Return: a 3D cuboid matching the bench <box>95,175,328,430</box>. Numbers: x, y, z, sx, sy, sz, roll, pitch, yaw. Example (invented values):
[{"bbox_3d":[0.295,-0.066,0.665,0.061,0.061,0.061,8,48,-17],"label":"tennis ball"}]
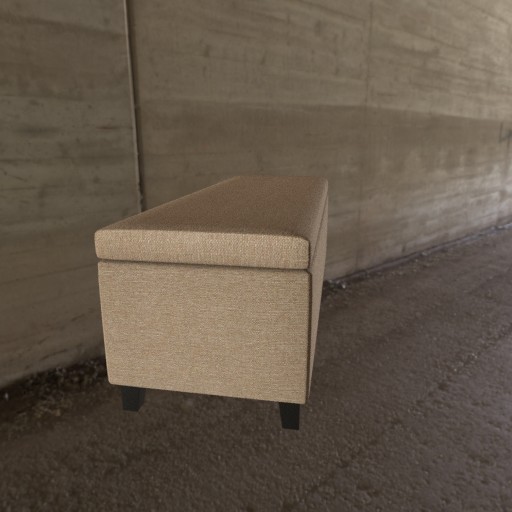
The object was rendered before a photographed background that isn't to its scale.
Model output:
[{"bbox_3d":[0.000,0.000,1.489,0.446,0.438,1.269,3,15,10],"label":"bench"}]
